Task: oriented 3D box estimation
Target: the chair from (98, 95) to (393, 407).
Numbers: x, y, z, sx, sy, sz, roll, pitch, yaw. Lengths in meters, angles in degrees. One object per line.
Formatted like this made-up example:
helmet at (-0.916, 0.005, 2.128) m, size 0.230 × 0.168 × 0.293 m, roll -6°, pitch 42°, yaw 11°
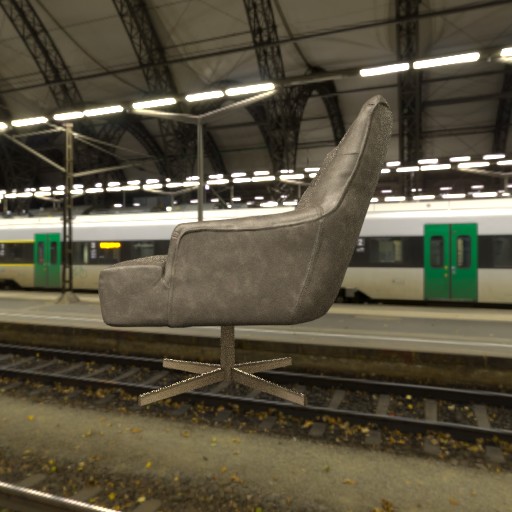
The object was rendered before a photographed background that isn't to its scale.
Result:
chair at (0.000, 0.000, 1.516) m, size 0.874 × 0.870 × 0.738 m, roll 0°, pitch 0°, yaw 0°
